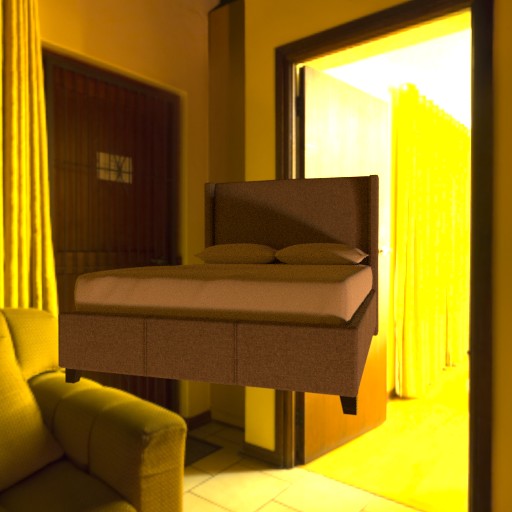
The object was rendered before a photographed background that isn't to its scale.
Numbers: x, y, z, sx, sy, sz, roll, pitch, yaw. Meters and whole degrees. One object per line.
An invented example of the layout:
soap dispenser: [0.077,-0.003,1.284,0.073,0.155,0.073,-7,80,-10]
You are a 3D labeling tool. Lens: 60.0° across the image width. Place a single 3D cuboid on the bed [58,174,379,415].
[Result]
bed: [0.000,0.000,3.373,1.714,1.481,2.245,0,1,18]
